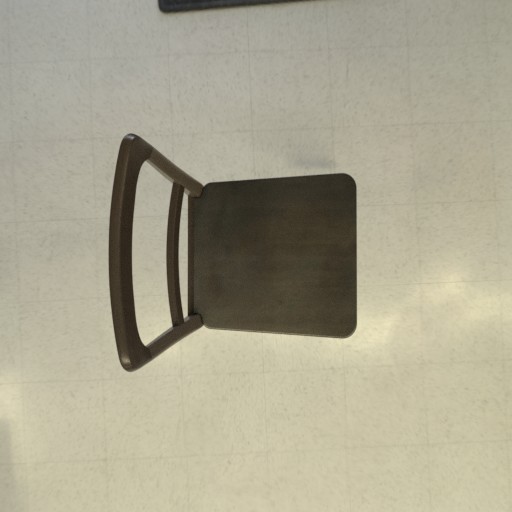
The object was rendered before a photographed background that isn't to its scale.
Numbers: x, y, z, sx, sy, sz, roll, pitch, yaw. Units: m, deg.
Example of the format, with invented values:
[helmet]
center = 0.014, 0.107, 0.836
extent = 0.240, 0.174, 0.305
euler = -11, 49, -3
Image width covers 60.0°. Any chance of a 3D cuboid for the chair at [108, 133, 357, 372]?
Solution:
[chair]
center = 0.000, 0.000, 1.291
extent = 0.546, 0.991, 0.450
euler = 0, 89, -1
